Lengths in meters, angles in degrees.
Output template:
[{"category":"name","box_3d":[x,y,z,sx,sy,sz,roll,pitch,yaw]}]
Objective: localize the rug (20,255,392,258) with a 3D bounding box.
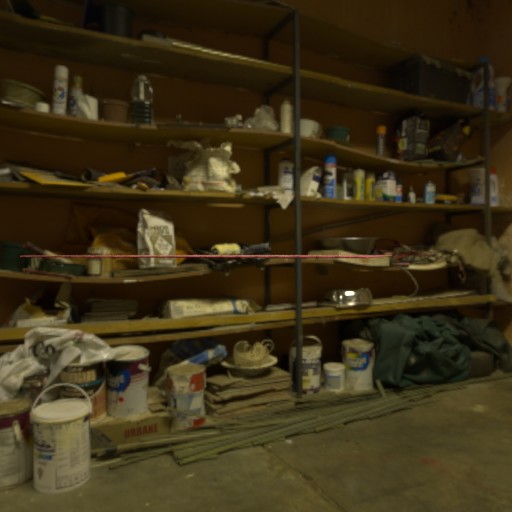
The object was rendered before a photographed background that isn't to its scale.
[{"category":"rug","box_3d":[0.000,0.000,2.838,1.579,0.007,2.184,0,0,19]}]
